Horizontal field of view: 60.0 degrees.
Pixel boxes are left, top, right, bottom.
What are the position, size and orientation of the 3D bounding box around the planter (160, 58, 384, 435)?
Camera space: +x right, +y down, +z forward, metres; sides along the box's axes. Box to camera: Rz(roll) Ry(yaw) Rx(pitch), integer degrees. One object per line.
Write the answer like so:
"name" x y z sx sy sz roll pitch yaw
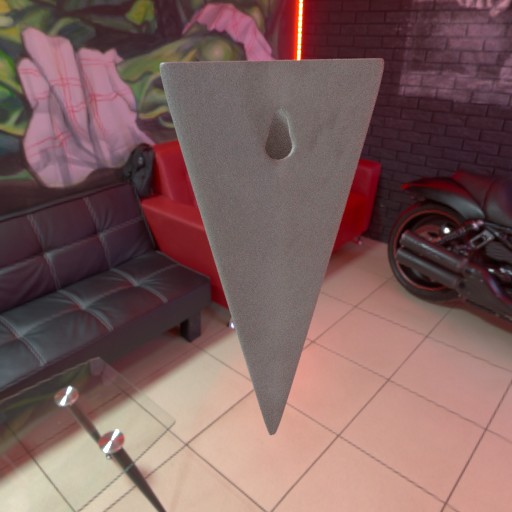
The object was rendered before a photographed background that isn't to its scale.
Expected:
"planter" 0.000 0.000 0.157 0.058 0.130 0.047 -7 28 -14
